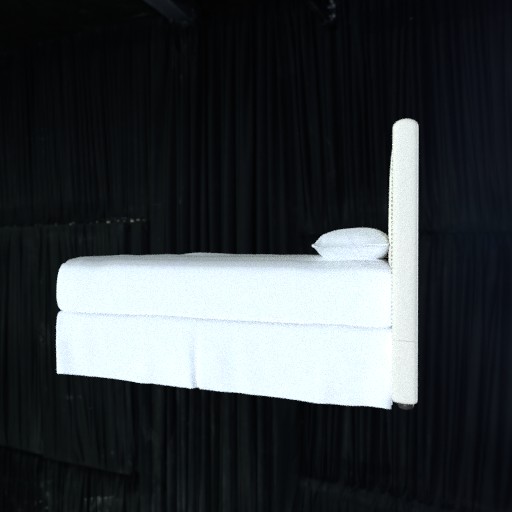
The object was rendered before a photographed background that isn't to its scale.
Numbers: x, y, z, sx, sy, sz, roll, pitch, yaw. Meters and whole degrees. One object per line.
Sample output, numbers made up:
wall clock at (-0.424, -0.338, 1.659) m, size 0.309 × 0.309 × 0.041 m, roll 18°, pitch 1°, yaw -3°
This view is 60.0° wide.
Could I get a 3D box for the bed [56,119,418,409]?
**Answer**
bed at (0.000, 0.000, 3.171) m, size 2.143 × 1.460 × 1.753 m, roll 0°, pitch 1°, yaw 18°
